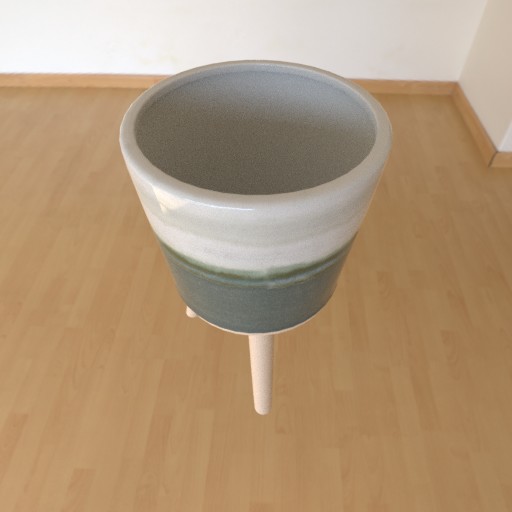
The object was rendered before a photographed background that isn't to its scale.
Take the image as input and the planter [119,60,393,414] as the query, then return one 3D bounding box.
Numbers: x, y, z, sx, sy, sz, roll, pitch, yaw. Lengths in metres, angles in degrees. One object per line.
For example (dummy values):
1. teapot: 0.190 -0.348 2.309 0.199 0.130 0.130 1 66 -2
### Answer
1. planter: 0.000 0.000 0.478 0.217 0.331 0.217 -17 50 -15
